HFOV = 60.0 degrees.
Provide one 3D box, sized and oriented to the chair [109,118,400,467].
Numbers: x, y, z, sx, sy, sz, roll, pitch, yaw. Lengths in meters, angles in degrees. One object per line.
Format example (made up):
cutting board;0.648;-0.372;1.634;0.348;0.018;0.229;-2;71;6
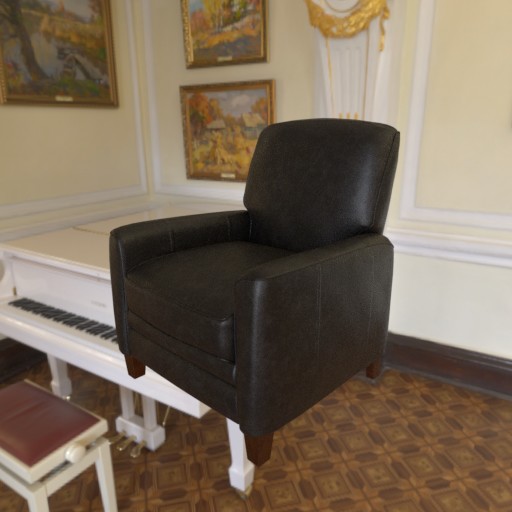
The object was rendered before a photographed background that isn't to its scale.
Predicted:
chair;0.000;0.000;1.688;0.848;1.014;0.864;15;22;42
